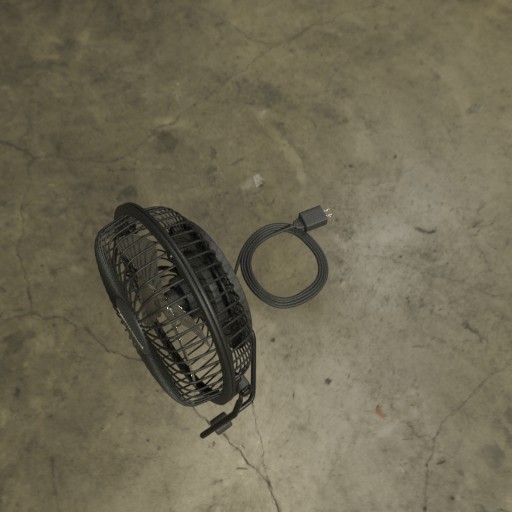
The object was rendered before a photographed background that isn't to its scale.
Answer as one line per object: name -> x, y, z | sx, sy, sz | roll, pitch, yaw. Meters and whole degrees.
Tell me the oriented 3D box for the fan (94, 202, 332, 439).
fan -> 0.000, 0.000, 0.303 | 0.202, 0.152, 0.153 | -33, 68, -15
